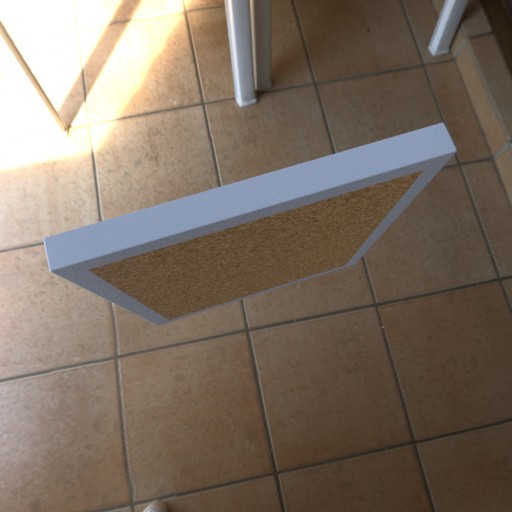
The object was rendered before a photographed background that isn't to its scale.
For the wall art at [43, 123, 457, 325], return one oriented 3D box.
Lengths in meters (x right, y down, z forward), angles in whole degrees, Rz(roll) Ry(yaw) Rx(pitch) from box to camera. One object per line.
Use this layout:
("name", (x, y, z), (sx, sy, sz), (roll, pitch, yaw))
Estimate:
("wall art", (0.000, 0.000, 0.529), (0.331, 0.381, 0.028), (-17, 76, -4))
